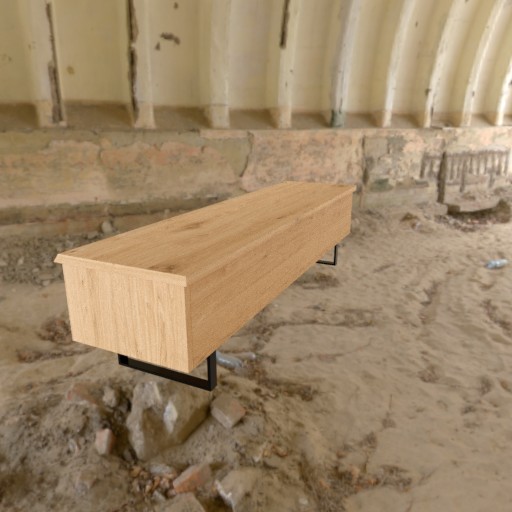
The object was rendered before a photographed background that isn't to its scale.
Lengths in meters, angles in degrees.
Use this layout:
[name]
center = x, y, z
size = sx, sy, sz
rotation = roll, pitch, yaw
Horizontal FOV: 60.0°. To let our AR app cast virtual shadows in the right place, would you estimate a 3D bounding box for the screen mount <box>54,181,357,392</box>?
[screen mount]
center = 0.000, 0.000, 1.944
size = 0.450, 0.430, 1.700
rotation = 8, 19, 25
